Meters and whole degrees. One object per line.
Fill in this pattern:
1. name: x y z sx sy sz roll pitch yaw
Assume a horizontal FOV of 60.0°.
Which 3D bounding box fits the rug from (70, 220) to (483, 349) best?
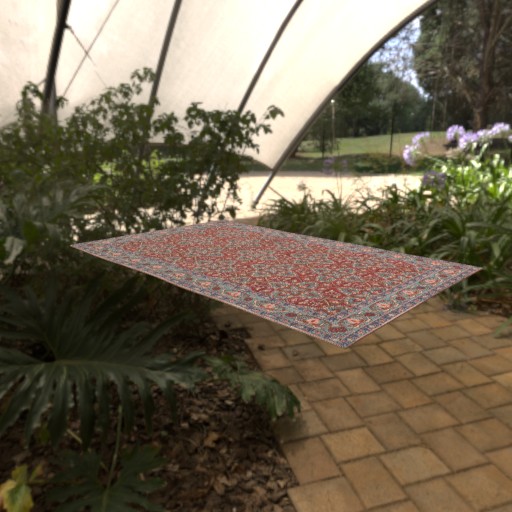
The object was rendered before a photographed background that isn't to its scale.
1. rug: 0.000 0.000 3.042 2.439 0.011 1.533 14 20 43
